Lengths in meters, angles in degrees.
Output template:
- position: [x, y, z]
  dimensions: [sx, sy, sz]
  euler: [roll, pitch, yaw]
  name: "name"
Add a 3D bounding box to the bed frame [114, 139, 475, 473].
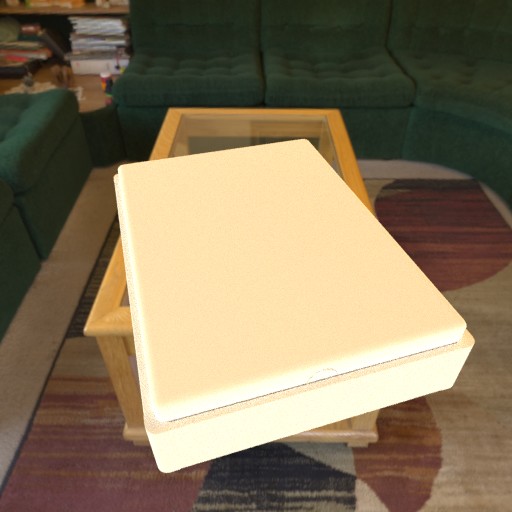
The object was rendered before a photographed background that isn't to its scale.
- position: [0.000, 0.000, 2.488]
  dimensions: [1.400, 0.406, 1.900]
  euler: [-11, 42, -13]
  name: "bed frame"
